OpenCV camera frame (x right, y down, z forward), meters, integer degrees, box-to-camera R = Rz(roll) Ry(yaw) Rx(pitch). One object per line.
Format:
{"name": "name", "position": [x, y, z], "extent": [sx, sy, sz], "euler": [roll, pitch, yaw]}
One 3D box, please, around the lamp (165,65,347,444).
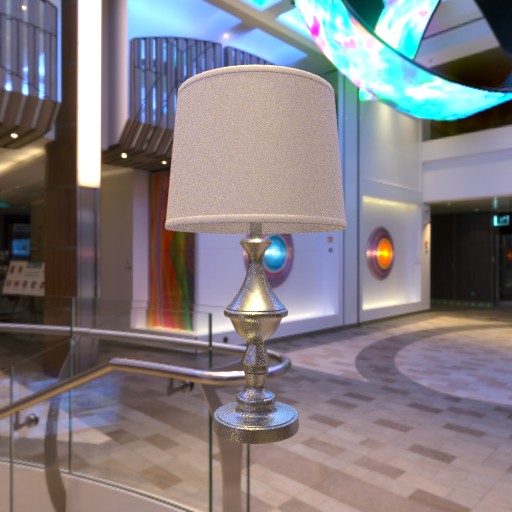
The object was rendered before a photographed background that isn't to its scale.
{"name": "lamp", "position": [0.000, 0.000, 0.954], "extent": [0.383, 0.733, 0.383], "euler": [0, 0, 0]}
